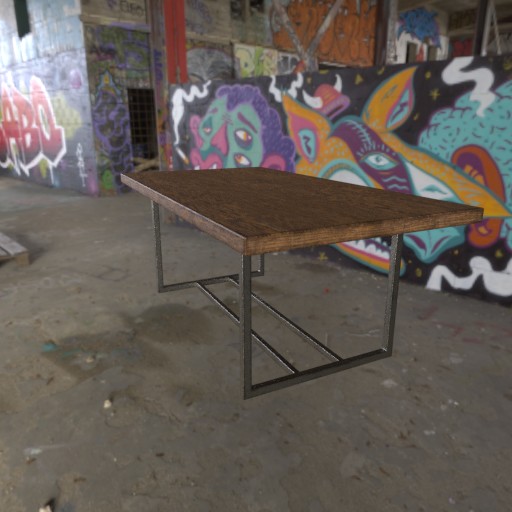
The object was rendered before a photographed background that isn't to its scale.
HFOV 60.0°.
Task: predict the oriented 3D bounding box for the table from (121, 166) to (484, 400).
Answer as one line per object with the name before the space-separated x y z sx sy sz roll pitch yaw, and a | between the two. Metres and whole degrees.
table | 0.000 0.000 2.530 1.078 0.795 1.989 -8 19 -25
